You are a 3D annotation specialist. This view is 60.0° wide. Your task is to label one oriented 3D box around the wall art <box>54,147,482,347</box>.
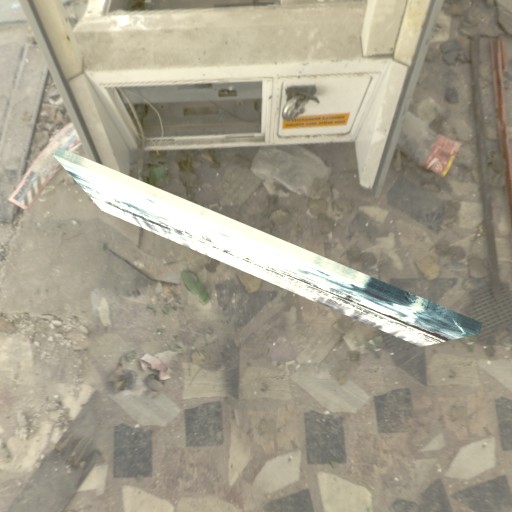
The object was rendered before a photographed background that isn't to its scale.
[{"bbox_3d":[0.000,0.000,1.702,1.524,0.509,0.037,23,75,6],"label":"wall art"}]
